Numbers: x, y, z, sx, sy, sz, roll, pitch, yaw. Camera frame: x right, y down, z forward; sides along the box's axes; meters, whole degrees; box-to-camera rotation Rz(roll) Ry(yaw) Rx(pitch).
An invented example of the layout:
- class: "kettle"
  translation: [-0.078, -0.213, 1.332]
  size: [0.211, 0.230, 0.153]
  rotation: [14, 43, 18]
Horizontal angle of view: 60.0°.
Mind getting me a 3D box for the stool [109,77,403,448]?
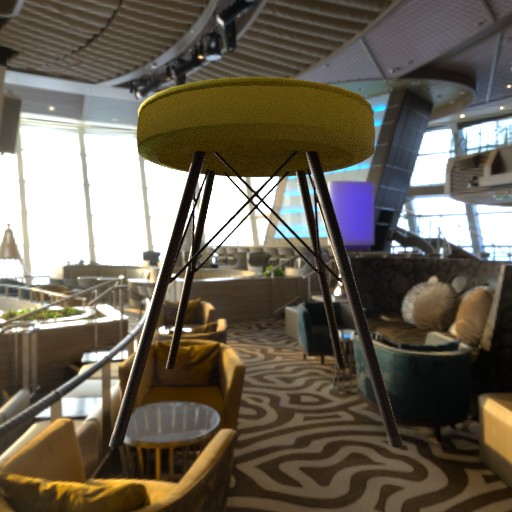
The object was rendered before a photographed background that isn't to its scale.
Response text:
- class: "stool"
  translation: [0.000, 0.000, 0.791]
  size: [0.409, 0.508, 0.409]
  rotation: [0, 1, 0]
